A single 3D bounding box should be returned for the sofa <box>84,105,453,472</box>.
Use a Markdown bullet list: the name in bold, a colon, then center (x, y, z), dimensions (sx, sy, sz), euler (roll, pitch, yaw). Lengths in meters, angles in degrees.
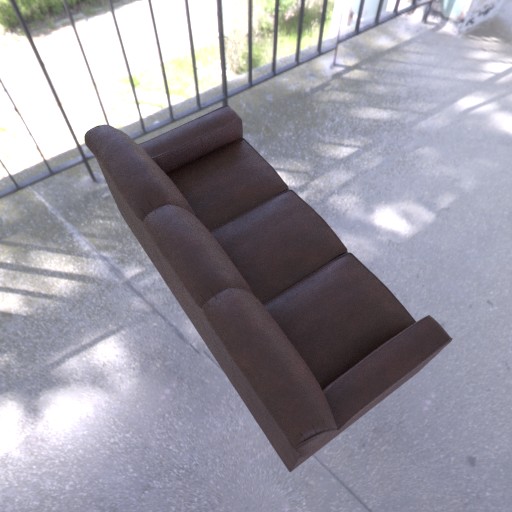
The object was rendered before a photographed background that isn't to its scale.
- **sofa**: center (0.000, 0.000, 2.549), dimensions (1.008, 0.953, 2.039), euler (-30, 64, -17)
